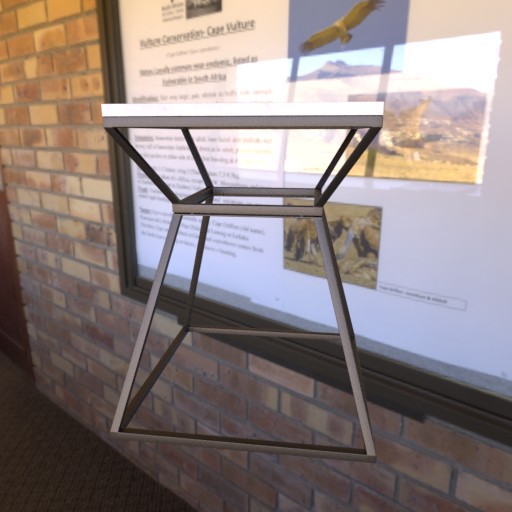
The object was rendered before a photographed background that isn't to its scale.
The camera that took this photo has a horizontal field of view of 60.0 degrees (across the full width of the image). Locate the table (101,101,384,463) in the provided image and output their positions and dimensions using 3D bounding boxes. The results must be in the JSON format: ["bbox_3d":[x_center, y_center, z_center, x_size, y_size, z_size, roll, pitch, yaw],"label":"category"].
[{"bbox_3d":[0.000,0.000,0.891,0.455,0.559,0.455,2,16,7],"label":"table"}]
